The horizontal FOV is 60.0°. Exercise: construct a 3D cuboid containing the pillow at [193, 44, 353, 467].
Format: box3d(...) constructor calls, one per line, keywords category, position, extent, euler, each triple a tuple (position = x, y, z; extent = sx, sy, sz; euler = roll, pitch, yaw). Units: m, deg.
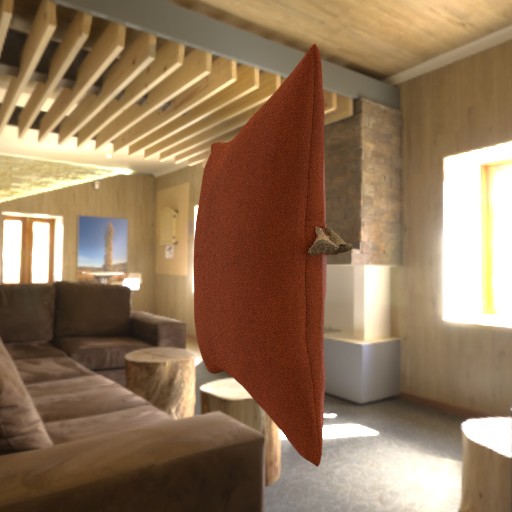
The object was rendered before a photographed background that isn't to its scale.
box3d(category="pillow", position=(0.000, 0.000, 0.730), extent=(0.165, 0.482, 0.490), euler=(0, -1, -20))
